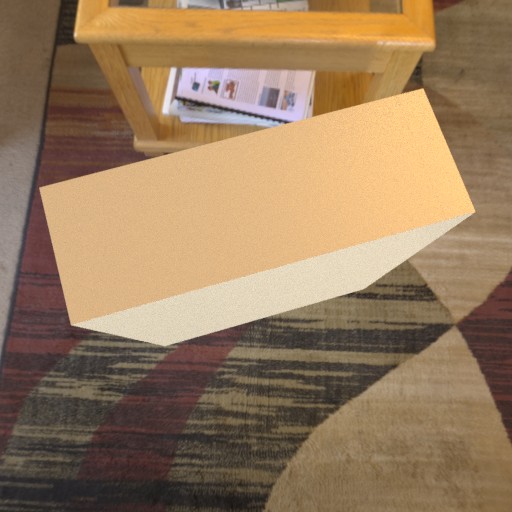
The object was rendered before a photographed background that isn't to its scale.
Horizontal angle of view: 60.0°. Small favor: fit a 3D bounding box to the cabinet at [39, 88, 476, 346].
[{"bbox_3d":[0.000,0.000,1.622,0.990,1.150,0.348,-16,77,-4],"label":"cabinet"}]
